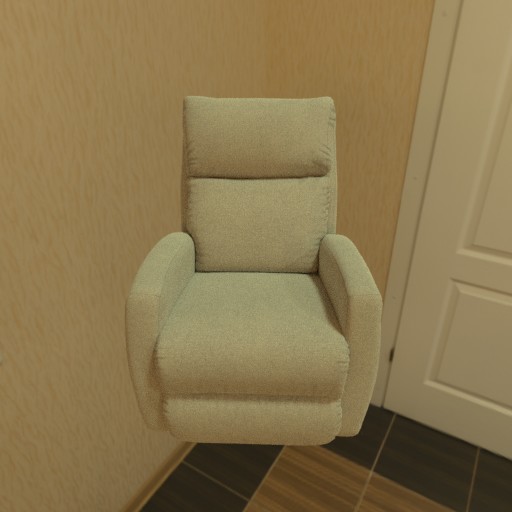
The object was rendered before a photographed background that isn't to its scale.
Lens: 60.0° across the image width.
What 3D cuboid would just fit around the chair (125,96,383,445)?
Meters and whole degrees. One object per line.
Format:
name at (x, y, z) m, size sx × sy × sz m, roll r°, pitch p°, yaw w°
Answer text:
chair at (0.000, 0.000, 1.655) m, size 0.794 × 1.021 × 0.940 m, roll 1°, pitch 29°, yaw 2°
